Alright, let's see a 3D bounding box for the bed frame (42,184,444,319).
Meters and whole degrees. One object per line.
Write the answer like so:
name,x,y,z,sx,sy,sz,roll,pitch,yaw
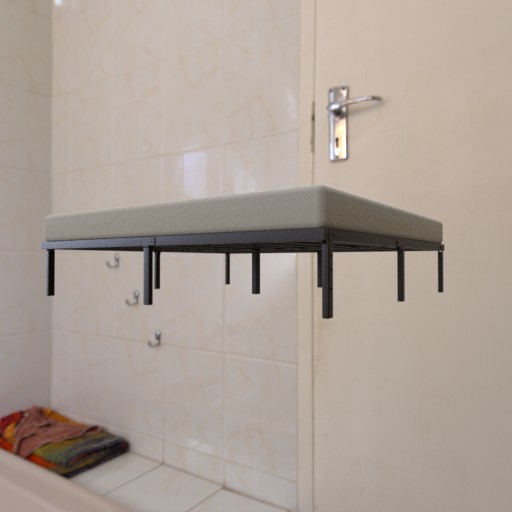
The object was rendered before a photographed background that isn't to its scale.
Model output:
bed frame,0.000,0.000,3.972,2.635,0.680,2.526,-1,-1,36
